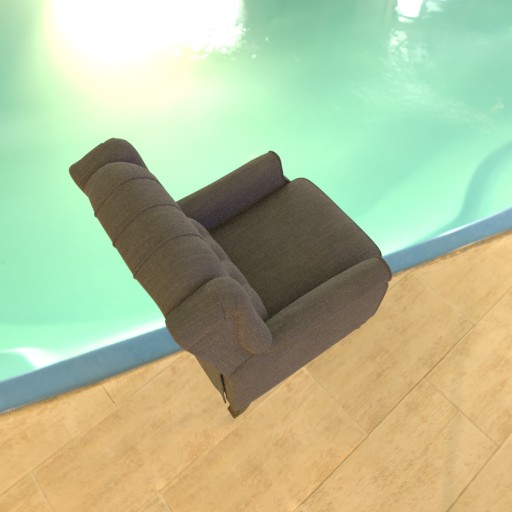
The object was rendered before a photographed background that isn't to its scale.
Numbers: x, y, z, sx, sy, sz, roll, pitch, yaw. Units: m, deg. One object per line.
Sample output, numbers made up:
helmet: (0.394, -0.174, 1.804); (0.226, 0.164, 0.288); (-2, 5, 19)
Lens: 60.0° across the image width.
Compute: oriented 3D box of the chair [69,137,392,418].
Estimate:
chair: (0.000, 0.000, 1.650); (0.898, 1.035, 0.742); (-30, 62, -18)
